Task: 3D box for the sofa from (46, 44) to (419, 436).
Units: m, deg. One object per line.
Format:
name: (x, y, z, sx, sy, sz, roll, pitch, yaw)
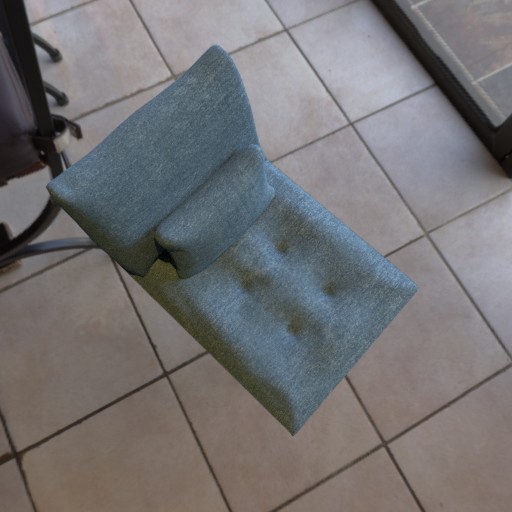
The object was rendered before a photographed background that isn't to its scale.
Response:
sofa: (0.000, 0.000, 1.533, 1.000, 0.820, 0.700, 42, 78, 11)
